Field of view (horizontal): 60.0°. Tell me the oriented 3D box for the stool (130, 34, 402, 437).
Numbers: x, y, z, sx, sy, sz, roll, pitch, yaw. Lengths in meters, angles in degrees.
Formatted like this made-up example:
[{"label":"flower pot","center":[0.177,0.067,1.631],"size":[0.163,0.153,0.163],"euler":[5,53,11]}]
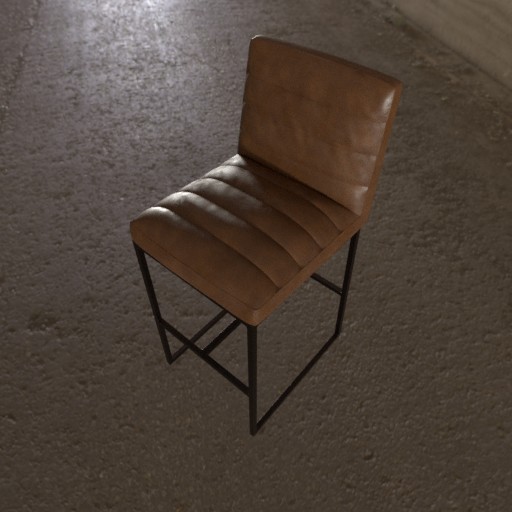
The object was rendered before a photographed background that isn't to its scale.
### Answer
[{"label":"stool","center":[0.000,0.000,1.357],"size":[0.463,1.065,0.562],"euler":[32,55,26]}]
